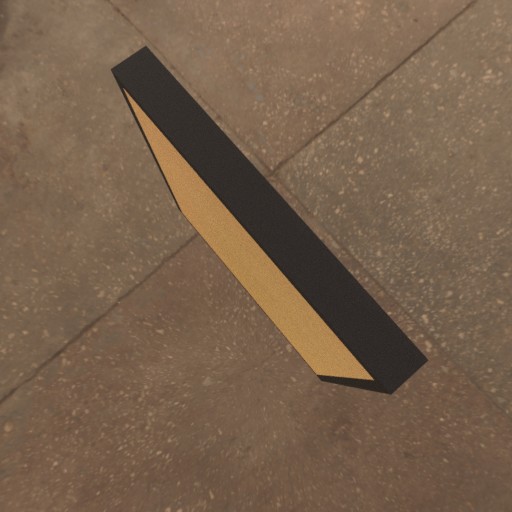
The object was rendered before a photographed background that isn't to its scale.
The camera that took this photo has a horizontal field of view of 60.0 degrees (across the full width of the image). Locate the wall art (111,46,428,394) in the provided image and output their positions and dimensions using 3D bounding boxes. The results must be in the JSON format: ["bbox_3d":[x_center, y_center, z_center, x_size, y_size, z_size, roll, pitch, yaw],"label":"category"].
[{"bbox_3d":[0.000,0.000,0.456,0.033,0.304,0.305,-39,79,-9],"label":"wall art"}]
